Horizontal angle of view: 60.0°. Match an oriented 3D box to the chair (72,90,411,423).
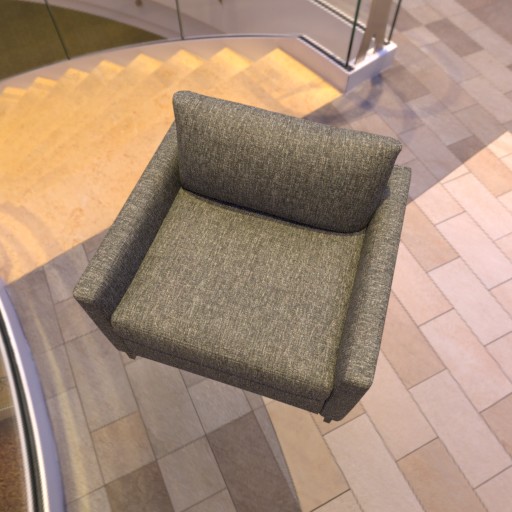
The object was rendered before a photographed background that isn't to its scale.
[{"bbox_3d":[0.000,0.000,1.648,0.963,0.861,0.866,15,60,9],"label":"chair"}]
